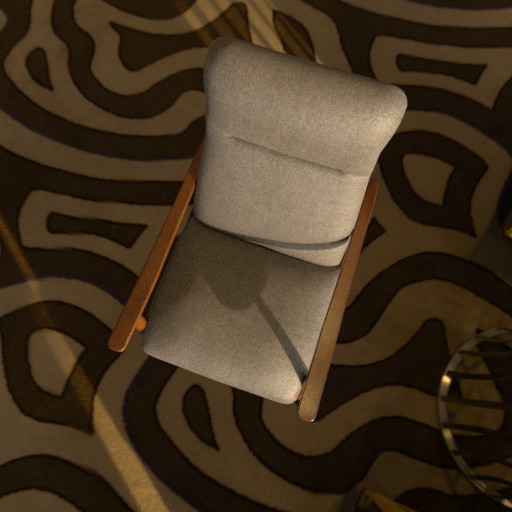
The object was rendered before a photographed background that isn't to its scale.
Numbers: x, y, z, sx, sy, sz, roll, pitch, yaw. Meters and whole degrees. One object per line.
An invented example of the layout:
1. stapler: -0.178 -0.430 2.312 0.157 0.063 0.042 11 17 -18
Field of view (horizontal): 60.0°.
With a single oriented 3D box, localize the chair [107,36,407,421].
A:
1. chair: 0.000 0.000 1.725 0.762 1.081 1.014 19 76 5
